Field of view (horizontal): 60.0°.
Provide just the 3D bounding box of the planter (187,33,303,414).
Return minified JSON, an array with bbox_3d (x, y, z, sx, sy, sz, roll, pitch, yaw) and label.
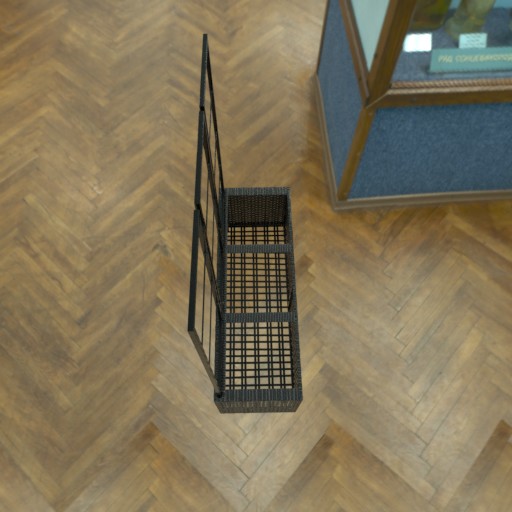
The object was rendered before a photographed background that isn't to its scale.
[{"bbox_3d":[0.000,0.000,1.191,0.244,0.841,0.699,-1,63,0],"label":"planter"}]
